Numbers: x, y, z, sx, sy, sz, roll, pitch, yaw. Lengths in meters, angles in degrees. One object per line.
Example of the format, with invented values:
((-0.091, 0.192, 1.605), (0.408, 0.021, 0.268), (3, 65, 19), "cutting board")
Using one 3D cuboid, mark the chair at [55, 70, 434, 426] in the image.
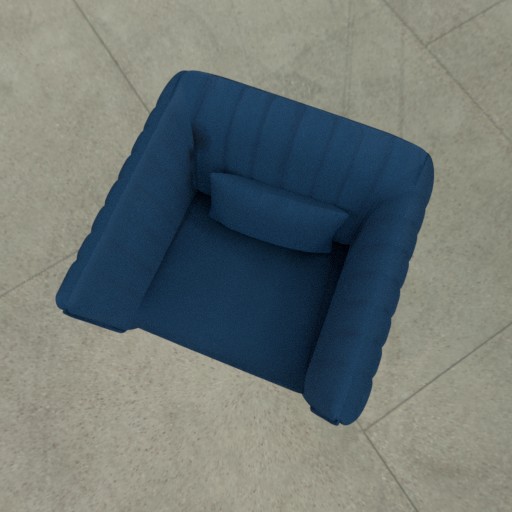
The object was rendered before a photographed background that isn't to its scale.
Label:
((0.000, 0.000, 1.624), (0.947, 0.793, 0.877), (21, 76, 6), "chair")
